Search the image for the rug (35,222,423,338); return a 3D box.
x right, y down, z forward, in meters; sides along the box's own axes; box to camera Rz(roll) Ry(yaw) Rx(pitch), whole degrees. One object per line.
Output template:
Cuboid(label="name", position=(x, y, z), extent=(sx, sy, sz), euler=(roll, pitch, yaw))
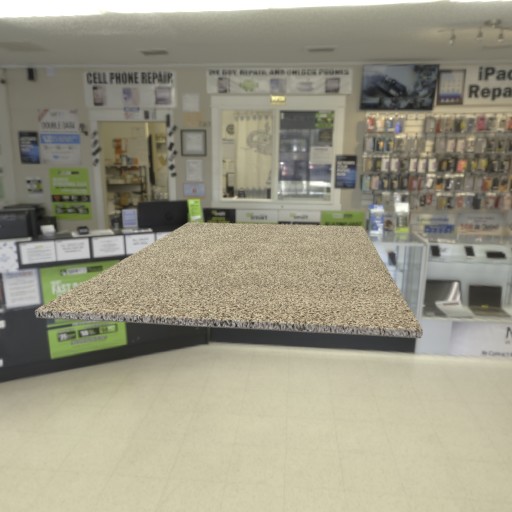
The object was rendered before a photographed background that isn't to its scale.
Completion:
Cuboid(label="rug", position=(0.000, 0.000, 2.212), extent=(1.219, 0.030, 1.778), euler=(2, 14, 8))
